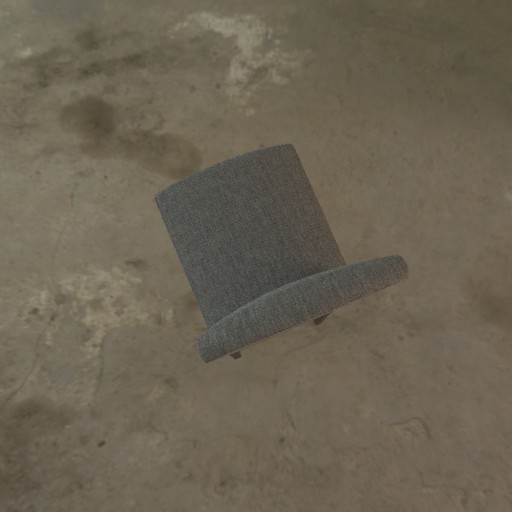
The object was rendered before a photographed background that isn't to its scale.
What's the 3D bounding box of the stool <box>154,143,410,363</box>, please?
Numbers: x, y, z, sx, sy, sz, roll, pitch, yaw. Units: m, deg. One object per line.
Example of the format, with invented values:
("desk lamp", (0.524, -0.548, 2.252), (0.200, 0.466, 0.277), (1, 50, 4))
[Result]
("stool", (0.000, 0.000, 1.422), (0.451, 1.138, 0.552), (-22, 77, -5))
